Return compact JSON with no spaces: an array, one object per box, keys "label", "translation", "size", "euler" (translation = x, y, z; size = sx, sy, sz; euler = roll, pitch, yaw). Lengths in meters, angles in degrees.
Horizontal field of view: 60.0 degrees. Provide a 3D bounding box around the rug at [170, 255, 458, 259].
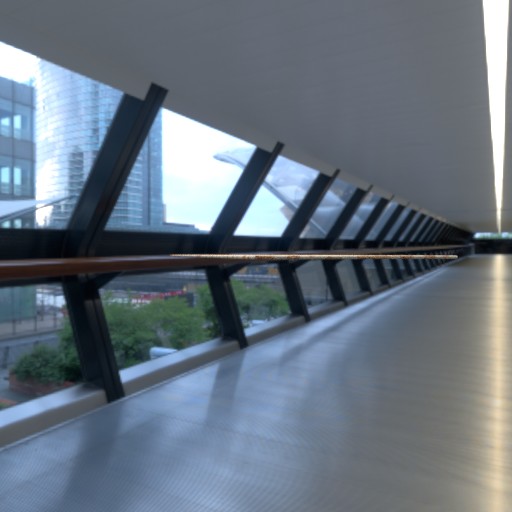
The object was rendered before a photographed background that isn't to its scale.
[{"label":"rug","translation":[0.000,0.000,2.612],"size":[0.750,0.011,2.435],"euler":[0,0,-17]}]
